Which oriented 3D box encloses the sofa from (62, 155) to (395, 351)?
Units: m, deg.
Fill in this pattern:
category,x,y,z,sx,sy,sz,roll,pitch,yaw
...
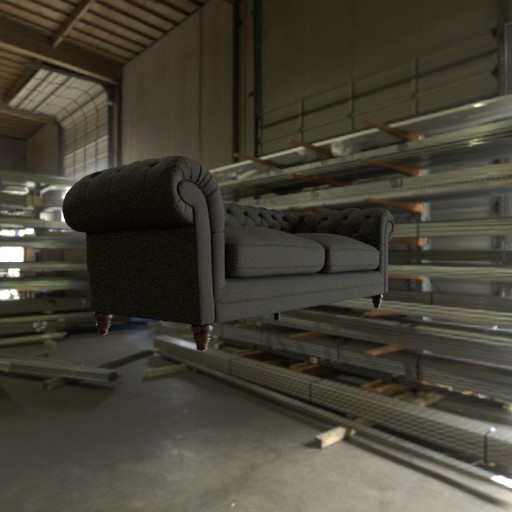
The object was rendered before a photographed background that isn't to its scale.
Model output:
category,x,y,z,sx,sy,sz,roll,pitch,yaw
sofa,0.000,0.000,2.743,0.991,0.762,2.362,0,-1,36
